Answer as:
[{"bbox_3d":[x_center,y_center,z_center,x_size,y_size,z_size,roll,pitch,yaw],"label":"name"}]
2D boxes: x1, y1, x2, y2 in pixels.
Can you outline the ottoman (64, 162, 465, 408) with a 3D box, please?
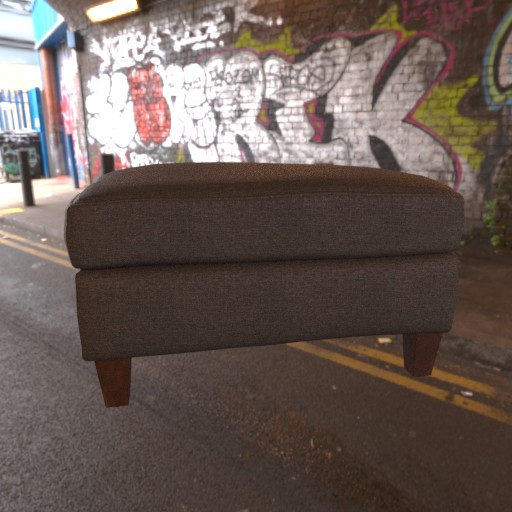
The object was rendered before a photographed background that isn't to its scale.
[{"bbox_3d":[0.000,0.000,1.191,0.826,0.496,0.639,-3,15,-10],"label":"ottoman"}]
